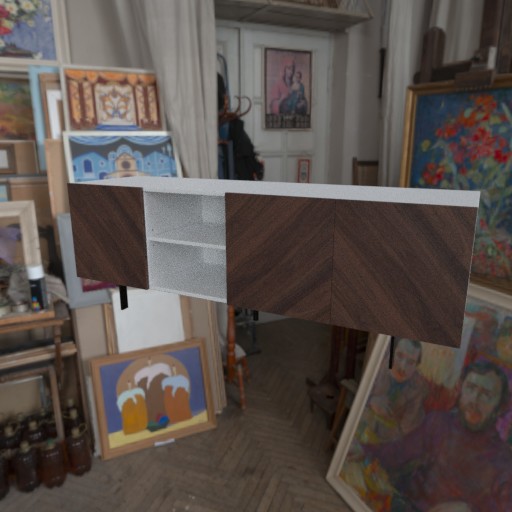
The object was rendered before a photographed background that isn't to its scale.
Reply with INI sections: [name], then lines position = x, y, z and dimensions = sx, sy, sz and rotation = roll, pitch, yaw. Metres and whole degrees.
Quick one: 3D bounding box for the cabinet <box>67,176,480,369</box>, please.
[cabinet]
position = 0.000, 0.000, 1.722
dimensions = 1.499, 0.533, 0.431
rotation = 7, 16, 26
